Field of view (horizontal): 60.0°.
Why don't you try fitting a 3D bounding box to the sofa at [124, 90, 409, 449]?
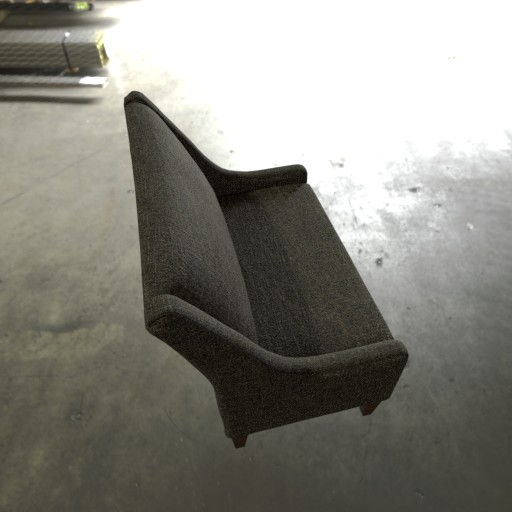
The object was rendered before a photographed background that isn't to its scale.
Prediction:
[{"bbox_3d":[0.000,0.000,1.905,0.870,1.021,1.242,-10,47,-10],"label":"sofa"}]
